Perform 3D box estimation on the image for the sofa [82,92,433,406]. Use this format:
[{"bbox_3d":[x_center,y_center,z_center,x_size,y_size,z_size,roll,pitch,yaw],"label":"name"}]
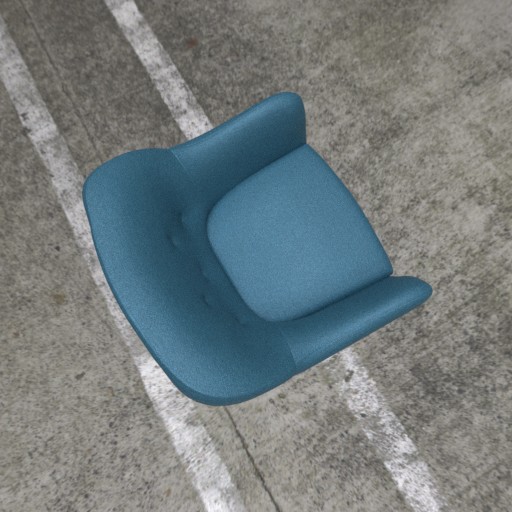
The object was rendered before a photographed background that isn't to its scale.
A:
[{"bbox_3d":[0.000,0.000,1.536,0.825,0.817,0.836,-29,77,-8],"label":"sofa"}]
